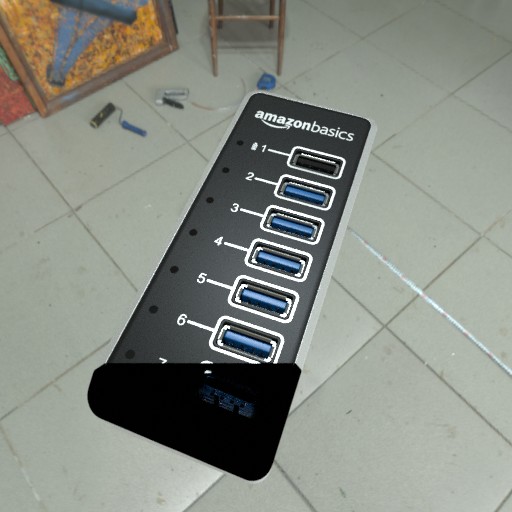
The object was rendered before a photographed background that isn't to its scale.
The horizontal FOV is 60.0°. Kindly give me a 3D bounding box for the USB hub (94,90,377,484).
[{"bbox_3d":[0.000,0.000,0.128,0.044,0.023,0.110,17,61,10],"label":"USB hub"}]
